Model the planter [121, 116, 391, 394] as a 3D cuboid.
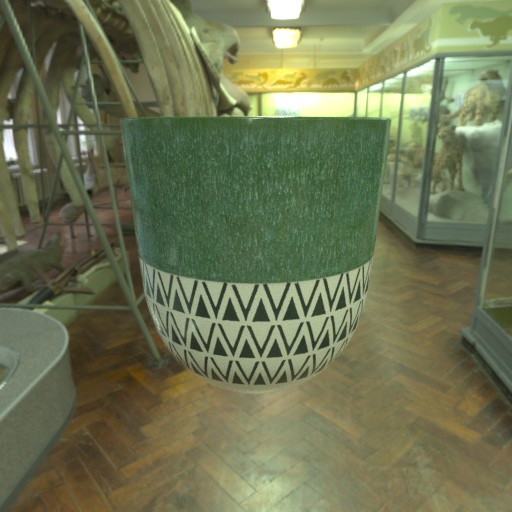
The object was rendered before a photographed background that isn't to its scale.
[{"bbox_3d":[0.000,0.000,0.362,0.195,0.214,0.195,0,17,0],"label":"planter"}]
